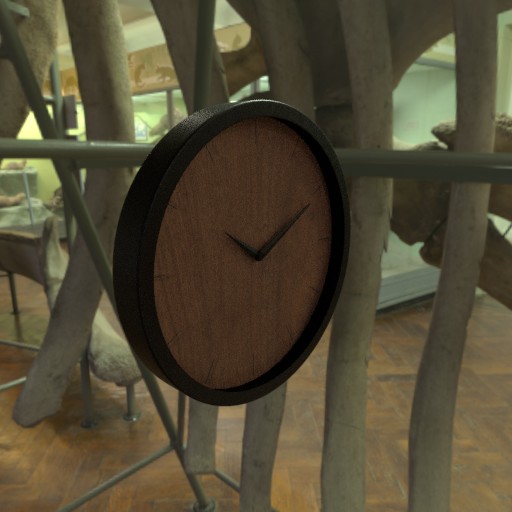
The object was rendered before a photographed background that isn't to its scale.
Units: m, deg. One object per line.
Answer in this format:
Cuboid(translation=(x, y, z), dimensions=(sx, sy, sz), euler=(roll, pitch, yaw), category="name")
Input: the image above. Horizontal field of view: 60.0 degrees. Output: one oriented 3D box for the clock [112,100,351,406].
Cuboid(translation=(0.000, 0.000, 0.474), dimensions=(0.040, 0.314, 0.314), euler=(13, 19, 42), category="clock")
